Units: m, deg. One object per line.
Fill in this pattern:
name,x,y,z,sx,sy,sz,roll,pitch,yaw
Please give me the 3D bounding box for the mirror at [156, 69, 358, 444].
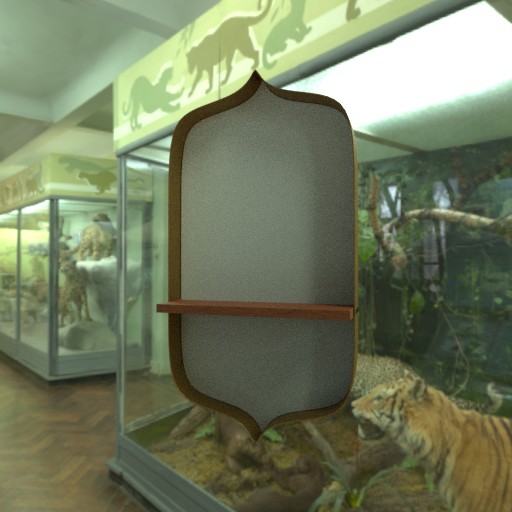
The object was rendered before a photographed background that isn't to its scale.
mirror,0.000,0.000,0.729,0.323,0.613,0.096,0,0,18
